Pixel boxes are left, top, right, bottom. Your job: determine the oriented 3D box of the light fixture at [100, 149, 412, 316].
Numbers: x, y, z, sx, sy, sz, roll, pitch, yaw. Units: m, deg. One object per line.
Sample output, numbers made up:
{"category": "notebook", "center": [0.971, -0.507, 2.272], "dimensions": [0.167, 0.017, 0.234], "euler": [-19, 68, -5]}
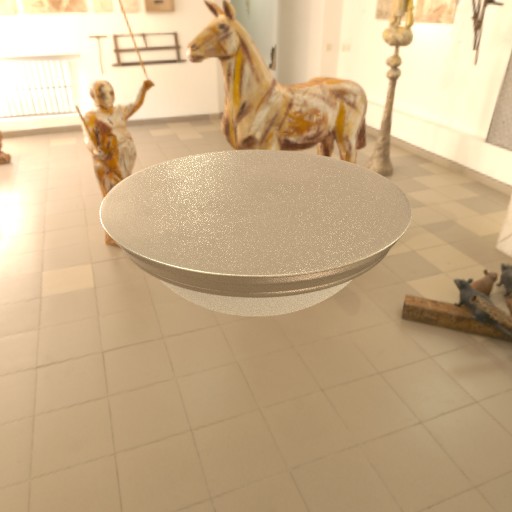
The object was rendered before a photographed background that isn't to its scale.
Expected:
{"category": "light fixture", "center": [0.000, 0.000, 0.449], "dimensions": [0.280, 0.135, 0.280], "euler": [0, 30, 0]}
